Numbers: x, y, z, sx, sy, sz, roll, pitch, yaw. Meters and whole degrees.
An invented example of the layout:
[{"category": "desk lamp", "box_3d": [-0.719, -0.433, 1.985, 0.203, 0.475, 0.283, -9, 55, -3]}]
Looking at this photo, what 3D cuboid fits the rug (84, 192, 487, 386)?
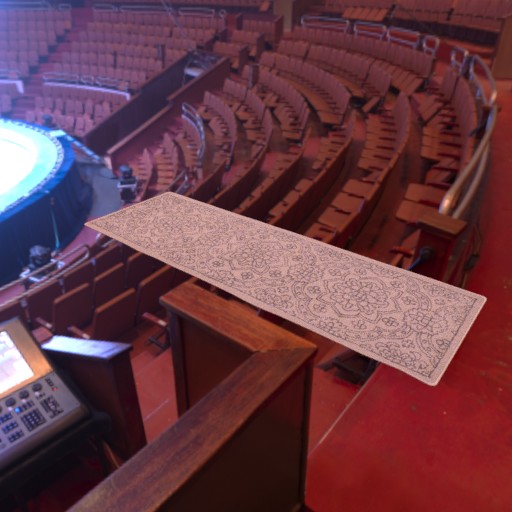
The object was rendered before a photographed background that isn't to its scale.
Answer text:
[{"category": "rug", "box_3d": [0.000, 0.000, 2.679, 2.431, 0.006, 0.806, 21, 36, 33]}]
